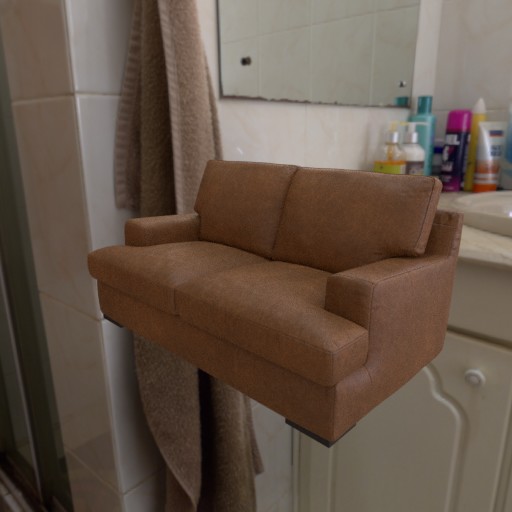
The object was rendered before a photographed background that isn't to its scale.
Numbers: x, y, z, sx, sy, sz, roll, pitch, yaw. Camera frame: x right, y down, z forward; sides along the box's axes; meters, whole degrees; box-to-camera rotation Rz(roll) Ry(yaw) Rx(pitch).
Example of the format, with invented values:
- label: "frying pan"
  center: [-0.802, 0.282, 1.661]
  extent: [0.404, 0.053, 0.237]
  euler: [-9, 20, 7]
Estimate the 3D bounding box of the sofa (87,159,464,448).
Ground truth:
- label: "sofa"
  center: [0.000, 0.000, 2.483]
  extent: [1.880, 0.966, 1.144]
  euler: [15, 22, 42]
